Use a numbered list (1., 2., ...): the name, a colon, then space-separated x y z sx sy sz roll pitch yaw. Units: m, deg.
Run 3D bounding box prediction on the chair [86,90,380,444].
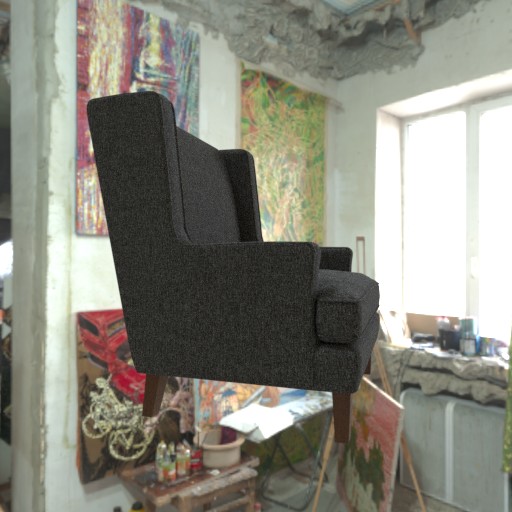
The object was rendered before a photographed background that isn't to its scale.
1. chair: 0.000 0.000 1.804 0.927 1.082 0.942 0 0 19
